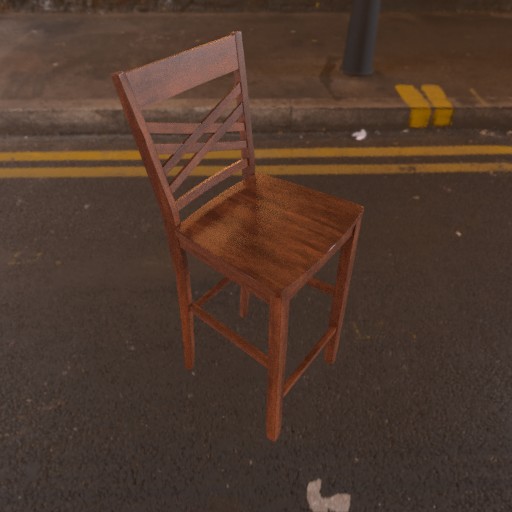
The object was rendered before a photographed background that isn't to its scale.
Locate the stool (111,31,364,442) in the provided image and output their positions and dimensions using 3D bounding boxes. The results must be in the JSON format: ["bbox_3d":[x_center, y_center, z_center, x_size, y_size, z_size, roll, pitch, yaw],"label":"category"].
[{"bbox_3d":[0.000,0.000,1.344,0.487,1.105,0.433,26,48,27],"label":"stool"}]
